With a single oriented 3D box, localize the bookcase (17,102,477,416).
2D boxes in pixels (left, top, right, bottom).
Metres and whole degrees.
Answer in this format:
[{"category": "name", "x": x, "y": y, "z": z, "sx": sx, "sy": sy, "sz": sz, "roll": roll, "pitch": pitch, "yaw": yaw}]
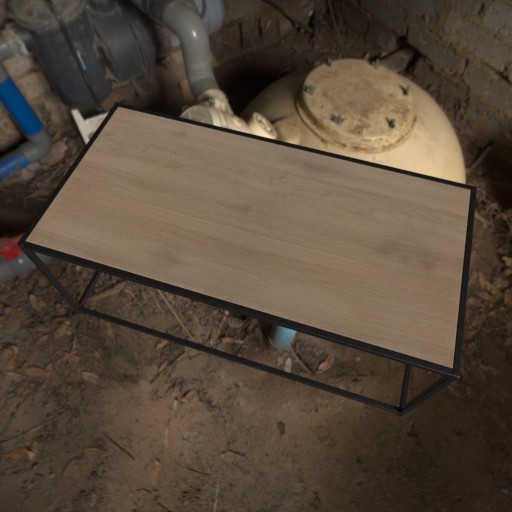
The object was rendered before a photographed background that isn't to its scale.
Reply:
[{"category": "bookcase", "x": 0.000, "y": 0.000, "z": 1.235, "sx": 1.000, "sy": 0.400, "sz": 0.500, "roll": 16, "pitch": 61, "yaw": 9}]
